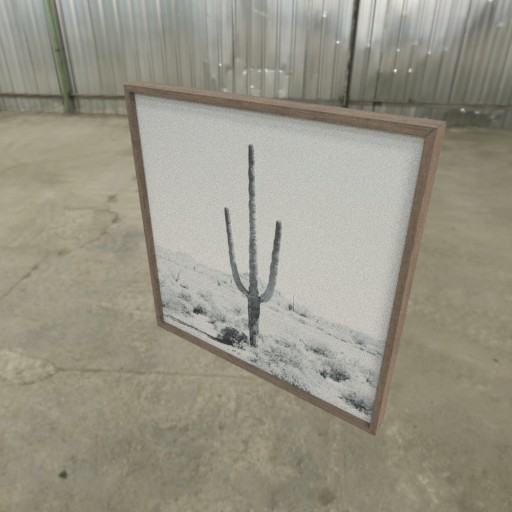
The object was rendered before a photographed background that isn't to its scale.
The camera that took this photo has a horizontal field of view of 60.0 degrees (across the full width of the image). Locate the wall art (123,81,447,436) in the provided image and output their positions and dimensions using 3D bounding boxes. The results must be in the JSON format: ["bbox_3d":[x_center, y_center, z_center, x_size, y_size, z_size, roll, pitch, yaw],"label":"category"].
[{"bbox_3d":[0.000,0.000,0.749,0.508,0.508,0.038,19,35,29],"label":"wall art"}]
